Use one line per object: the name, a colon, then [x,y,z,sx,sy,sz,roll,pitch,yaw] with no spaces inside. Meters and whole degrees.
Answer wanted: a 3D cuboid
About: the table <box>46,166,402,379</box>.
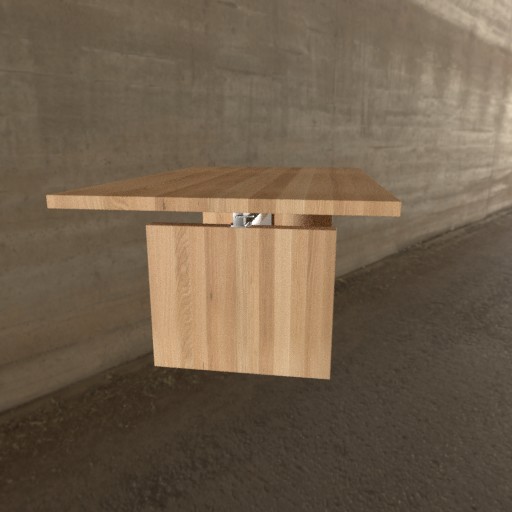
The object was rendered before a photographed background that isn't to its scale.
table: [0.000,0.000,1.442,0.700,0.510,1.100,2,15,8]
